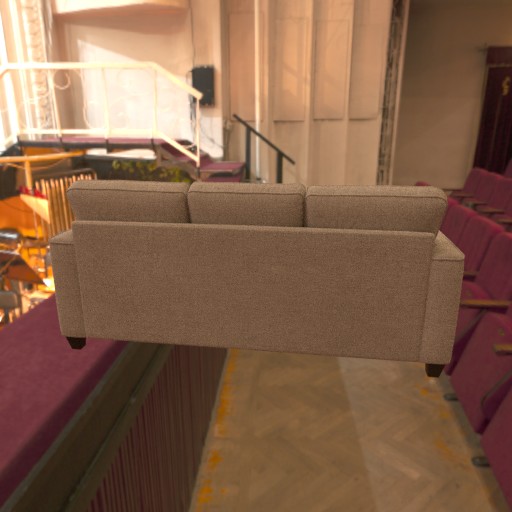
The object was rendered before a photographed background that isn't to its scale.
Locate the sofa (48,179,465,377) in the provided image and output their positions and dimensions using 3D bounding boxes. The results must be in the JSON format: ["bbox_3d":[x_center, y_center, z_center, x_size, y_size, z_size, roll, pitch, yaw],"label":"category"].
[{"bbox_3d":[0.000,0.000,2.684,2.133,0.965,0.939,3,17,8],"label":"sofa"}]
